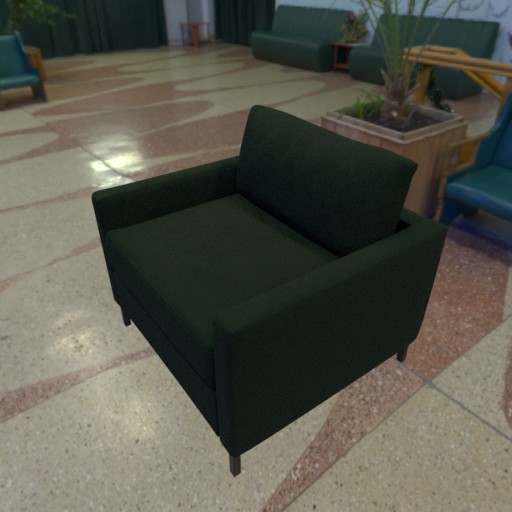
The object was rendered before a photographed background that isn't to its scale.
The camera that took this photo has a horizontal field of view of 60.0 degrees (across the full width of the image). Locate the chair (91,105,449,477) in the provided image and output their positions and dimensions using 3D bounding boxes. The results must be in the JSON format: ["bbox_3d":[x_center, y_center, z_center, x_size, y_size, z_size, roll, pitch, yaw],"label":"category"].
[{"bbox_3d":[0.000,0.000,1.618,0.866,0.861,0.963,-22,39,-30],"label":"chair"}]
